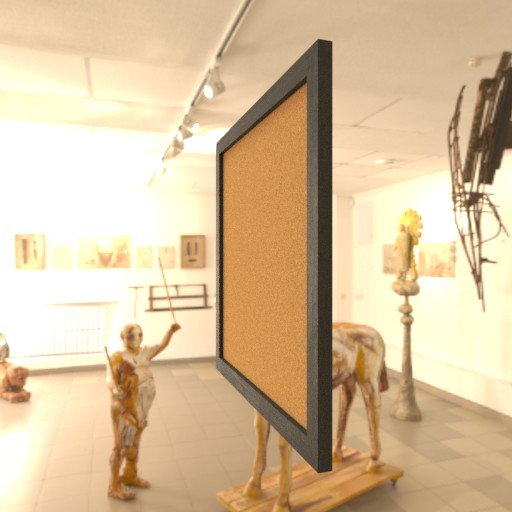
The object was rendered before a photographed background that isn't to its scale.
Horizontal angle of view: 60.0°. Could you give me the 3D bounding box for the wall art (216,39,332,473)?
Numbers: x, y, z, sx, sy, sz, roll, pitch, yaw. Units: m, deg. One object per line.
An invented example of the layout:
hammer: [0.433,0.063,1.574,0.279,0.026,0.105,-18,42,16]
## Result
wall art: [0.000,0.000,1.522,0.038,1.016,1.016,0,0,-19]
